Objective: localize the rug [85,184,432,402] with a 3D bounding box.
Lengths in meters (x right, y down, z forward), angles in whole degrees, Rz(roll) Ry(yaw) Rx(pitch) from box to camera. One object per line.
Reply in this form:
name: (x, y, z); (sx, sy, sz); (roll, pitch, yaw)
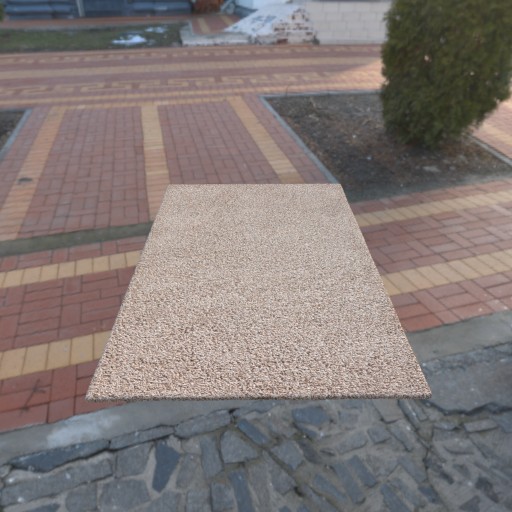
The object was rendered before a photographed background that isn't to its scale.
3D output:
rug: (0.000, 0.000, 3.416); (1.778, 0.030, 2.743); (0, 32, -1)
